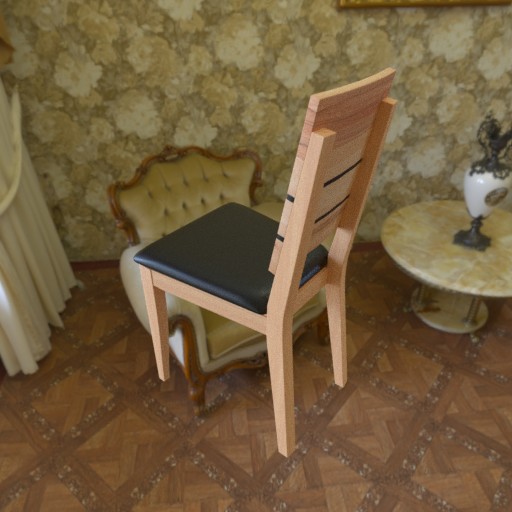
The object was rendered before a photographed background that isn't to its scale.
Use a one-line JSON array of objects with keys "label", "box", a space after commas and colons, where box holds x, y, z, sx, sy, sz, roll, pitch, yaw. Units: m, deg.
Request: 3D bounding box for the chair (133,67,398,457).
[{"label": "chair", "box": [0.000, 0.000, 1.171, 0.520, 0.940, 0.410, 23, 40, 31]}]
